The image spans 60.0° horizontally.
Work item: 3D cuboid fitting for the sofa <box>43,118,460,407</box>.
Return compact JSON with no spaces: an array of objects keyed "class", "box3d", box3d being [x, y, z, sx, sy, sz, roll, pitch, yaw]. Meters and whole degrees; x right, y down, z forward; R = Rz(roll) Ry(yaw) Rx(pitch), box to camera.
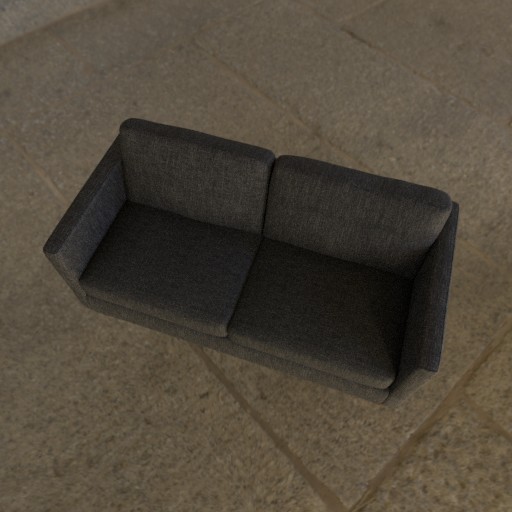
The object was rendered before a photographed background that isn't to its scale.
[{"class":"sofa","box3d":[0.000,0.000,2.388,1.884,0.963,0.950,16,61,9]}]
